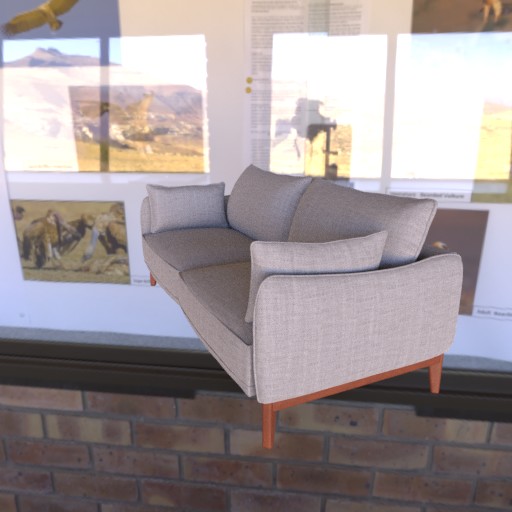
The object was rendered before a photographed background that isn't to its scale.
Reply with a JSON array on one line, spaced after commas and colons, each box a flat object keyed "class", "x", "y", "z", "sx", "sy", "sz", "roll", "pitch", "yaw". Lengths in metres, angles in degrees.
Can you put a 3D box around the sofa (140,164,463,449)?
[{"class": "sofa", "x": 0.000, "y": 0.000, "z": 2.458, "sx": 0.972, "sy": 0.851, "sz": 1.989, "roll": -7, "pitch": 18, "yaw": -24}]
